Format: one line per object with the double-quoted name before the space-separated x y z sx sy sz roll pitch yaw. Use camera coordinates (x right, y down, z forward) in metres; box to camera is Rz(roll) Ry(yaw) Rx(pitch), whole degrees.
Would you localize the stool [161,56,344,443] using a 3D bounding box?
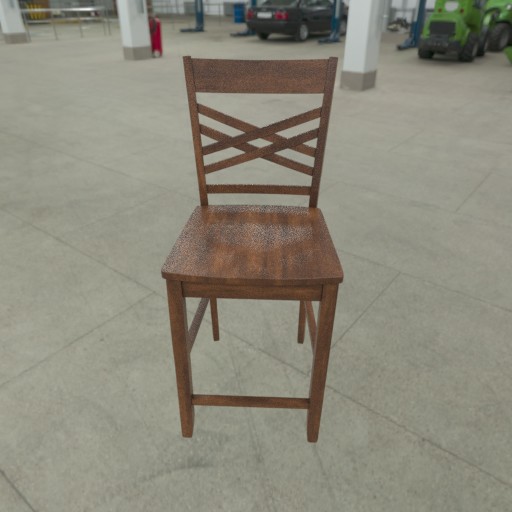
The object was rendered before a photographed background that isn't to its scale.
"stool" 0.000 0.000 1.373 0.462 1.079 0.539 1 31 2
